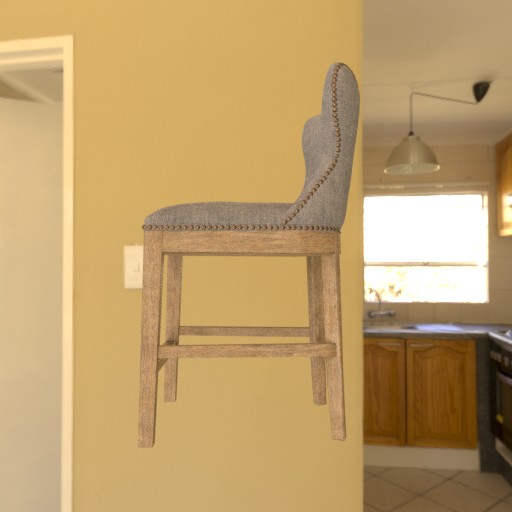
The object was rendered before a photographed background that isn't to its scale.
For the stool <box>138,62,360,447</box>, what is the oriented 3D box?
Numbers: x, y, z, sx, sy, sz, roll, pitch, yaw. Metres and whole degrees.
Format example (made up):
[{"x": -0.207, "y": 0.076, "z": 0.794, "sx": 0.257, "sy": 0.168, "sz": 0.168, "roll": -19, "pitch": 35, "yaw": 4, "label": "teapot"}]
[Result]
[{"x": 0.000, "y": 0.000, "z": 1.335, "sx": 0.608, "sy": 0.981, "sz": 0.498, "roll": 0, "pitch": -1, "yaw": -2, "label": "stool"}]
